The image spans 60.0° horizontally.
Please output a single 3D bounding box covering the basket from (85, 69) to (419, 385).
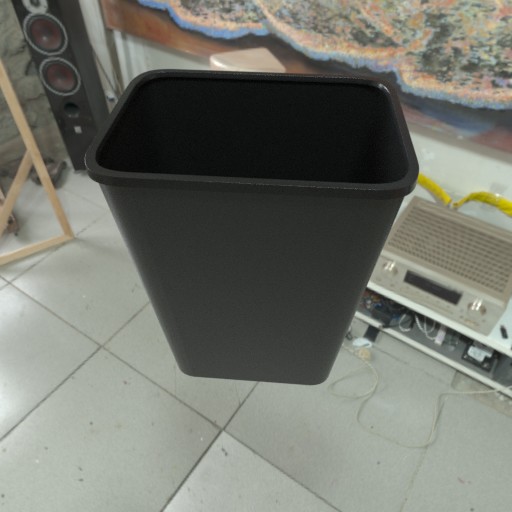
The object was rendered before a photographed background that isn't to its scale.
[{"bbox_3d":[0.000,0.000,0.770,0.394,0.521,0.287,3,46,3],"label":"basket"}]
